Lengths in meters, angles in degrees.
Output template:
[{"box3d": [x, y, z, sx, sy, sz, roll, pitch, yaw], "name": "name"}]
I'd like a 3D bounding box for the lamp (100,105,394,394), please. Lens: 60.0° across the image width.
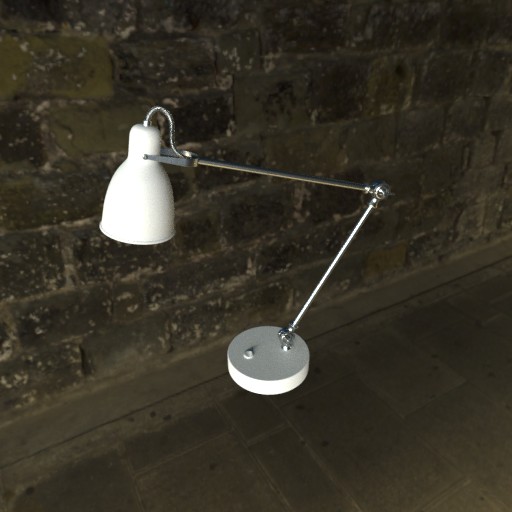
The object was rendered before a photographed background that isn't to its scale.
[{"box3d": [0.000, 0.000, 0.882, 0.561, 0.587, 0.187, -8, 30, -14], "name": "lamp"}]
